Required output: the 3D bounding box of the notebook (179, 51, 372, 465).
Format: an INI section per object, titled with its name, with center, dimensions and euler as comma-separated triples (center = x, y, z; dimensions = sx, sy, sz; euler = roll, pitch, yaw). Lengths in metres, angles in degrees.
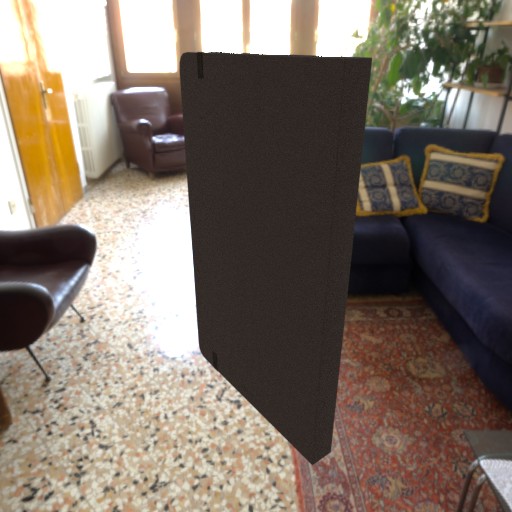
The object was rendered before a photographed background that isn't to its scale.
[notebook]
center = 0.000, 0.000, 0.256
dimensions = 0.016, 0.213, 0.127
euler = -18, 31, -33
